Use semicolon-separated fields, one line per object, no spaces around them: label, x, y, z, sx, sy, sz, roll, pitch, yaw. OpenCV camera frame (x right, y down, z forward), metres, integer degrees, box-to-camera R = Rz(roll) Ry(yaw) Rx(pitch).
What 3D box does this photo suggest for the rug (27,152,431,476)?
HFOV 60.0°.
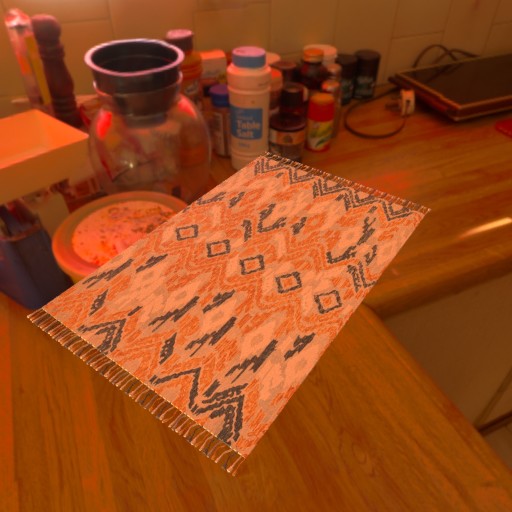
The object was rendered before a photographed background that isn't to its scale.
rug;0.000;0.000;2.966;1.533;0.010;2.428;26;48;26
